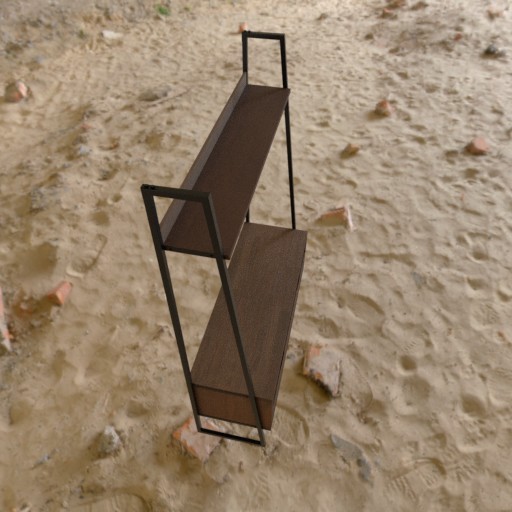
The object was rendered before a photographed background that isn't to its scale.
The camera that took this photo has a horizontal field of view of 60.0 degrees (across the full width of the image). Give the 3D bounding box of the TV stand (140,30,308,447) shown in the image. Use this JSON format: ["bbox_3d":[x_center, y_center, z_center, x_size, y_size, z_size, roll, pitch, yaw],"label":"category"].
[{"bbox_3d":[0.000,0.000,2.313,0.432,1.772,1.250,9,47,9],"label":"TV stand"}]
